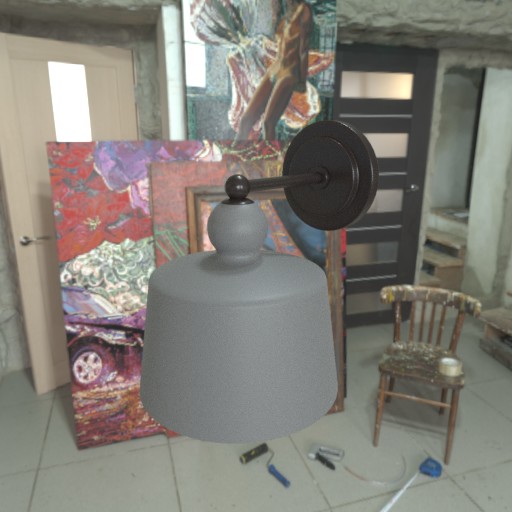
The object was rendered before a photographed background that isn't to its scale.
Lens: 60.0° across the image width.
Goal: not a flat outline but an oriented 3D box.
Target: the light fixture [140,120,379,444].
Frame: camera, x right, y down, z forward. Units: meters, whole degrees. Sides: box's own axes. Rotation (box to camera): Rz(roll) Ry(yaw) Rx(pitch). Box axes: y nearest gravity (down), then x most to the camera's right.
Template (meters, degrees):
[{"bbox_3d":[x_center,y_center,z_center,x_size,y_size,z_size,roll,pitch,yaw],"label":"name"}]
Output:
[{"bbox_3d":[0.000,0.000,0.450,0.204,0.268,0.254,14,21,42],"label":"light fixture"}]
